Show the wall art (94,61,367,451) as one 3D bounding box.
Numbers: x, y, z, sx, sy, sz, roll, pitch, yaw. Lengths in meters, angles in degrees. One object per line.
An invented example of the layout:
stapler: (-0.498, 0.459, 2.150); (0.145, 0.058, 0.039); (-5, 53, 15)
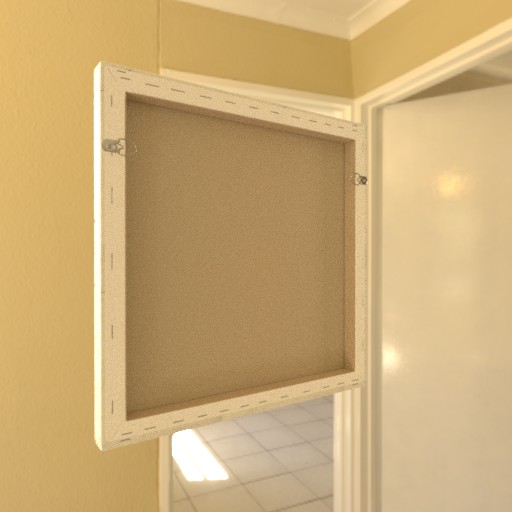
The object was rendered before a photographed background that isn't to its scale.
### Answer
wall art: (0.000, 0.000, 0.875); (0.610, 0.611, 0.040); (0, 0, -35)
